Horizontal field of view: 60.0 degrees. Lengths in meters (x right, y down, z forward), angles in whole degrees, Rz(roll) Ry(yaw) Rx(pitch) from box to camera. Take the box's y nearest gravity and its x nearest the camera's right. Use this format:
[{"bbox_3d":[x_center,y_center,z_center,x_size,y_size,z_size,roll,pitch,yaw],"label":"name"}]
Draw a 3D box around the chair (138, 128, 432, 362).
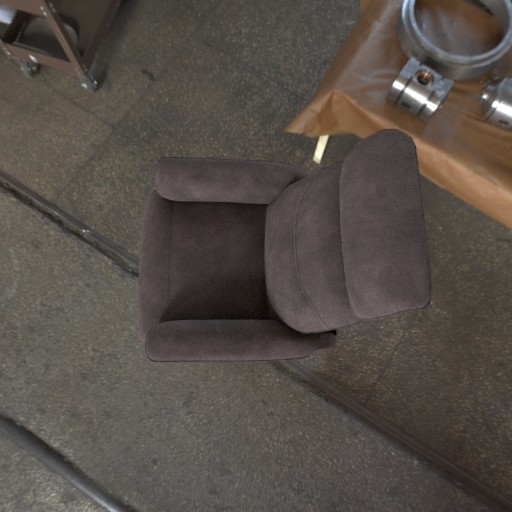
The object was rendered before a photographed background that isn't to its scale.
[{"bbox_3d":[0.000,0.000,1.785,1.009,1.035,0.830,-1,75,0],"label":"chair"}]
